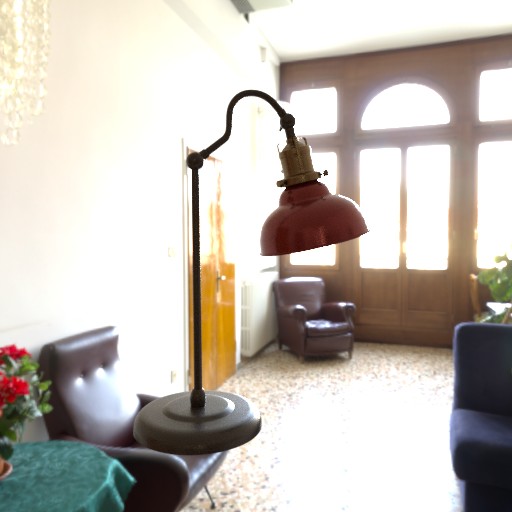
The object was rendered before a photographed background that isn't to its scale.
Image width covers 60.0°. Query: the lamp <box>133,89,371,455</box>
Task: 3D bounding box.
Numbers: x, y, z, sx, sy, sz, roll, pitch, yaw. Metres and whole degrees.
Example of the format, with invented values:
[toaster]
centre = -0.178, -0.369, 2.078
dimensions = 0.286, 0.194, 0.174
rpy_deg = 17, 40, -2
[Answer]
[lamp]
centre = 0.000, 0.000, 0.688
dimensions = 0.374, 0.508, 0.192
rpy_deg = -1, 2, -18
